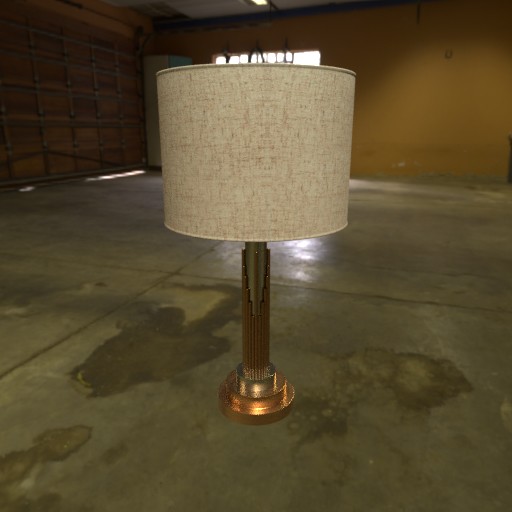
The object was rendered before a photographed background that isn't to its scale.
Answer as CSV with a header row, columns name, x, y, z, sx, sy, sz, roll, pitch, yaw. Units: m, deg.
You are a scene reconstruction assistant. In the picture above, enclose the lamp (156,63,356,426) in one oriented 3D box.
name,x,y,z,sx,sy,sz,roll,pitch,yaw
lamp,0.000,0.000,0.810,0.321,0.610,0.321,-8,18,-25
